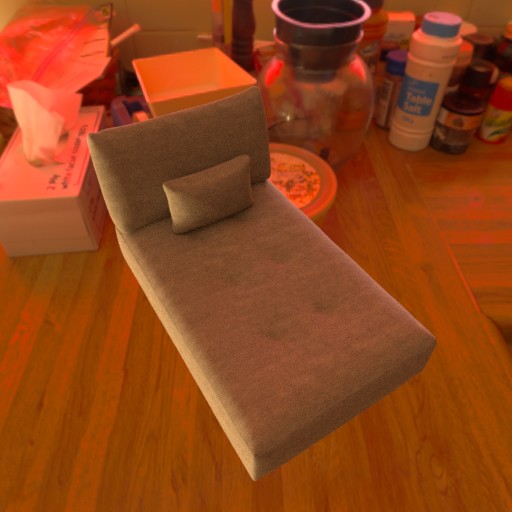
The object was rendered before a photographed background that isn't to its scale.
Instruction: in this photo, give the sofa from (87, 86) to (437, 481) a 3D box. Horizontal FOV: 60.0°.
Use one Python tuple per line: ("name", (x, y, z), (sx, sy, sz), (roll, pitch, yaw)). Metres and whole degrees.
("sofa", (0.000, 0.000, 1.991), (0.930, 0.820, 1.450), (-24, 51, -21))
